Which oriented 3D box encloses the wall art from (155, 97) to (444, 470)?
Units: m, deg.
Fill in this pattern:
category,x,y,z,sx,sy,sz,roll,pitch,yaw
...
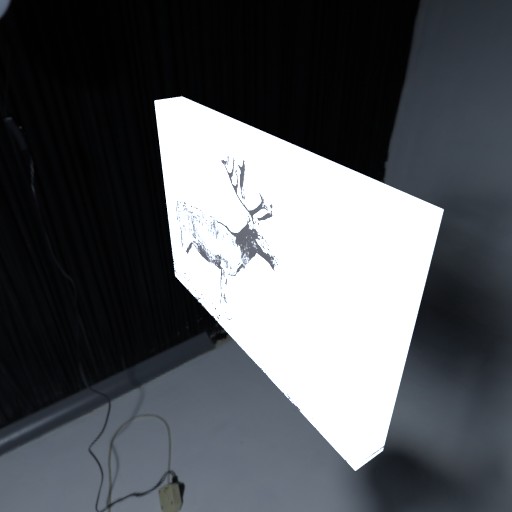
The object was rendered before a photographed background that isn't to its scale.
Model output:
category,x,y,z,sx,sy,sz,roll,pitch,yaw
wall art,0.000,0.000,0.483,0.038,0.259,0.381,-20,38,-28
